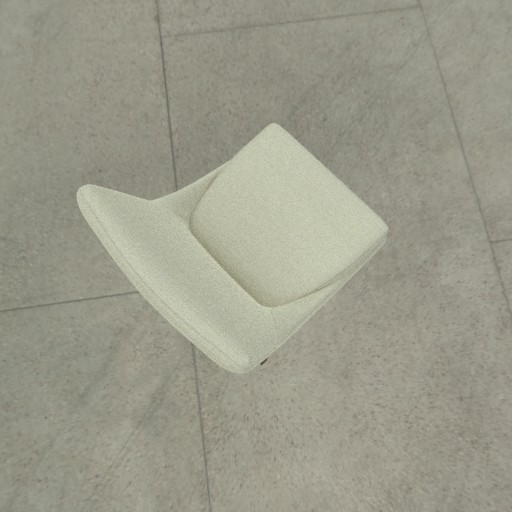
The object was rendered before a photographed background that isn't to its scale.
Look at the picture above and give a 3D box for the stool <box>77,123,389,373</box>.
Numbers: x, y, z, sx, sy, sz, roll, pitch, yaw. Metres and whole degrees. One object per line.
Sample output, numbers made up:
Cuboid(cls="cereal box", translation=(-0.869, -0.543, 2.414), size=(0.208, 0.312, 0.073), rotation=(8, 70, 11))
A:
Cuboid(cls="stool", translation=(0.000, 0.000, 1.280), size=(0.559, 0.991, 0.469), rotation=(-43, 79, -10))
